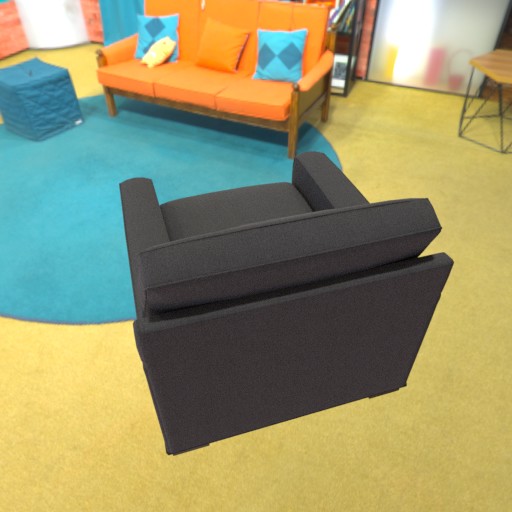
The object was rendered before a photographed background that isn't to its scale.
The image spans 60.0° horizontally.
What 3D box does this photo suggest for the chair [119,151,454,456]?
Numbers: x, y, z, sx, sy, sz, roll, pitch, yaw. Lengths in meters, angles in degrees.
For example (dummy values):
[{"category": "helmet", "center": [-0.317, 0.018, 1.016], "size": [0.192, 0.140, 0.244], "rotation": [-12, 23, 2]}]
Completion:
[{"category": "chair", "center": [0.000, 0.000, 1.830], "size": [0.997, 0.913, 1.043], "rotation": [-11, 43, -13]}]
